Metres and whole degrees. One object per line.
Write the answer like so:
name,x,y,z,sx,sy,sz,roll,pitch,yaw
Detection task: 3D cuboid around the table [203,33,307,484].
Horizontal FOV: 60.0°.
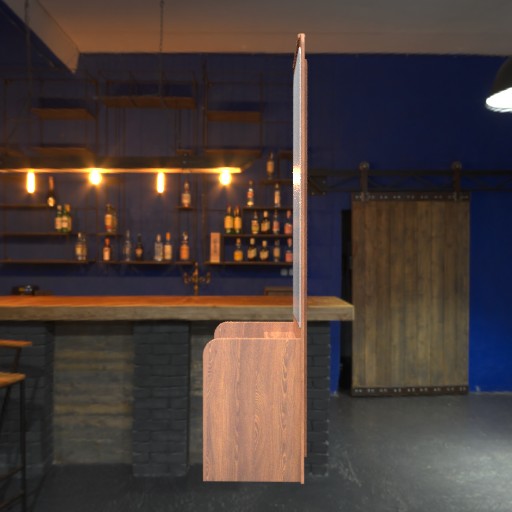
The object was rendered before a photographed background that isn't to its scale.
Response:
table,0.000,0.000,1.991,0.420,1.830,0.450,0,1,1
